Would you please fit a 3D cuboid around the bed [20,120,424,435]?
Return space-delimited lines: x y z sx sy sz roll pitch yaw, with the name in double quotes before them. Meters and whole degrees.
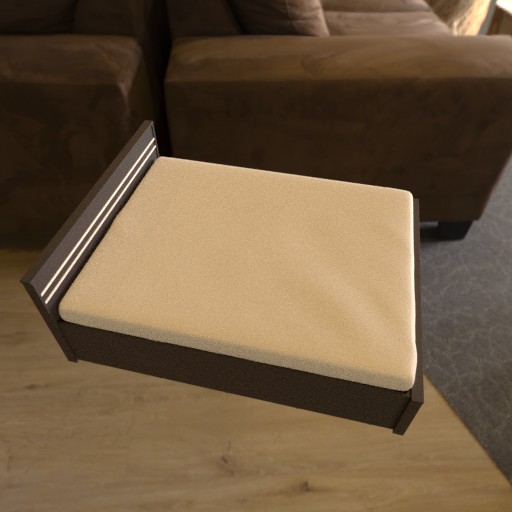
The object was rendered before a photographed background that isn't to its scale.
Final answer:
"bed" 0.000 0.000 2.941 2.103 0.808 1.634 10 47 9
